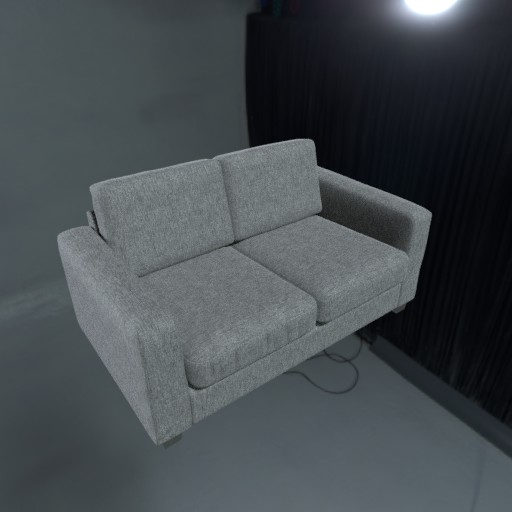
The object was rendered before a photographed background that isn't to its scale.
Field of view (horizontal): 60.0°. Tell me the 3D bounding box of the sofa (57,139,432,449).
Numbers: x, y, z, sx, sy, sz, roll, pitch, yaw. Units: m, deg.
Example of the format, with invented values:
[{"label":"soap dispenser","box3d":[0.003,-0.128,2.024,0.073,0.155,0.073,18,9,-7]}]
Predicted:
[{"label":"sofa","box3d":[0.000,0.000,2.070,1.520,0.800,0.900,-21,36,-31]}]
